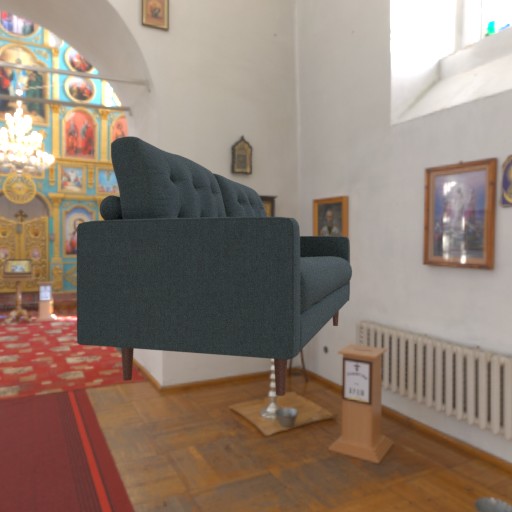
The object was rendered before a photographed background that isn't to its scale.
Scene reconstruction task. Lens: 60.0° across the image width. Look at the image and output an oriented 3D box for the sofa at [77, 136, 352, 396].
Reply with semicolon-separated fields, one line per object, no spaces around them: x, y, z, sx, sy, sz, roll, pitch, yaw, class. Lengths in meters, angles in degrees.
0.000;0.000;2.599;0.966;1.050;2.010;0;0;17;sofa
